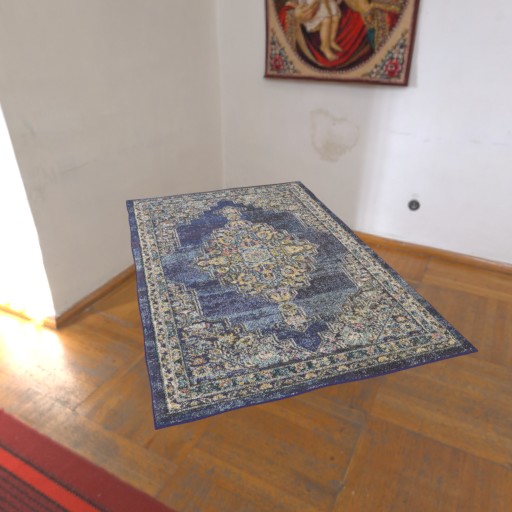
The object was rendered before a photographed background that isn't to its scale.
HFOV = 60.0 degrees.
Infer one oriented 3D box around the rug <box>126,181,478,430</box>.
[{"bbox_3d":[0.000,0.000,2.215,1.184,0.012,1.781,-9,32,-14],"label":"rug"}]
